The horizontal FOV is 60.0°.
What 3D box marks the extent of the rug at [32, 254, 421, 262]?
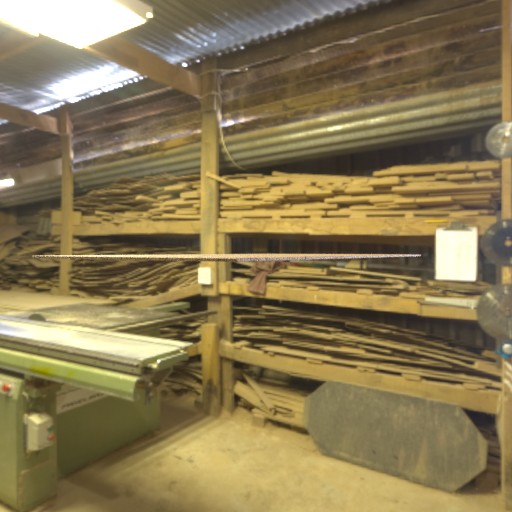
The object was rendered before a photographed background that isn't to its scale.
[{"bbox_3d":[0.000,0.000,3.022,1.528,0.014,2.292,0,1,37],"label":"rug"}]
